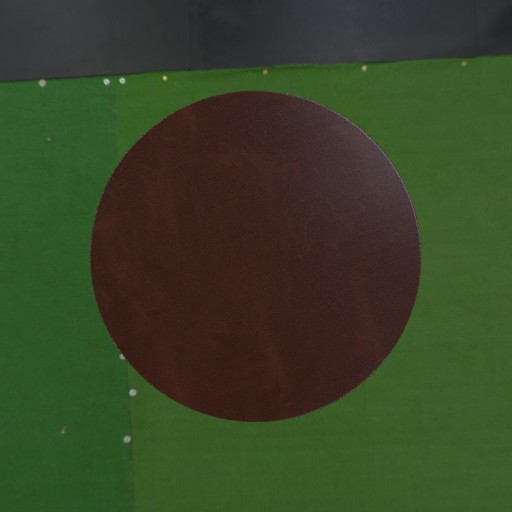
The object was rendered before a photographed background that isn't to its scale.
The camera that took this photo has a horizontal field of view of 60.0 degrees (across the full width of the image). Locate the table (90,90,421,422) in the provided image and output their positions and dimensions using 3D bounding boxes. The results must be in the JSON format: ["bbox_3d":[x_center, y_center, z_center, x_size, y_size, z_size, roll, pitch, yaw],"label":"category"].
[{"bbox_3d":[0.000,0.000,1.470,0.911,0.512,0.911,0,91,1],"label":"table"}]
